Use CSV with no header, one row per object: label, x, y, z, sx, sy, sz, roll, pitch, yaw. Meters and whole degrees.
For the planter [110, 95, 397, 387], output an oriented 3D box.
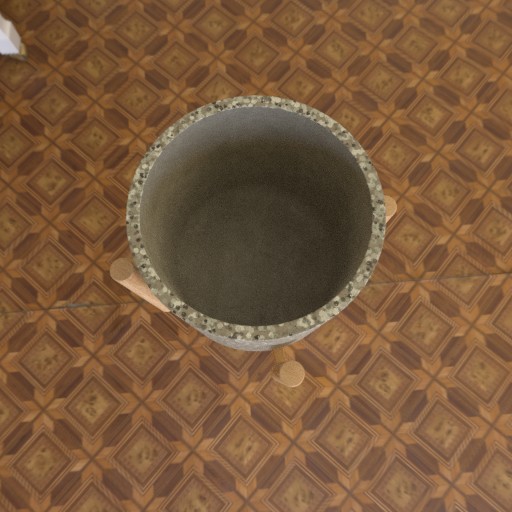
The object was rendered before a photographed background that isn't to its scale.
planter,0.000,0.000,0.534,0.284,0.320,0.284,8,76,2
